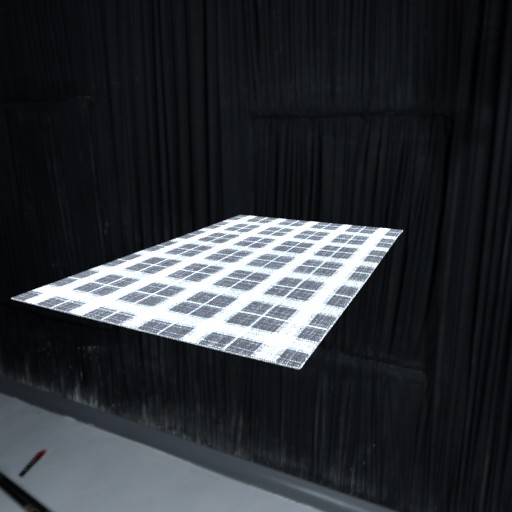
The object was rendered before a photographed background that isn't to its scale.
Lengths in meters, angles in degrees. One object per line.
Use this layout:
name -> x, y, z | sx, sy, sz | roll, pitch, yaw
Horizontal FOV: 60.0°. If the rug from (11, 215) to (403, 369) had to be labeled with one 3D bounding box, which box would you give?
rug -> 0.000, 0.000, 2.910 | 1.520, 0.015, 2.434 | 8, 18, 25
